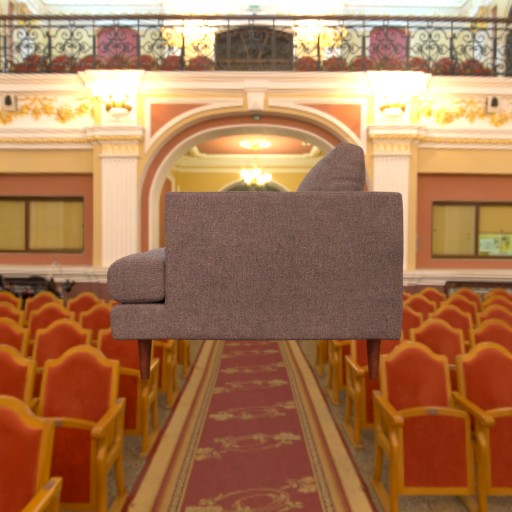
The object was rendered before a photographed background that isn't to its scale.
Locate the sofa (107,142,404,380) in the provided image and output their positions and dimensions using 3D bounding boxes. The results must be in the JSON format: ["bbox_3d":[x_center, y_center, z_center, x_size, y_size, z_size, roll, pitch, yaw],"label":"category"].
[{"bbox_3d":[0.000,0.000,2.474,1.020,0.868,1.948,0,1,0],"label":"sofa"}]
